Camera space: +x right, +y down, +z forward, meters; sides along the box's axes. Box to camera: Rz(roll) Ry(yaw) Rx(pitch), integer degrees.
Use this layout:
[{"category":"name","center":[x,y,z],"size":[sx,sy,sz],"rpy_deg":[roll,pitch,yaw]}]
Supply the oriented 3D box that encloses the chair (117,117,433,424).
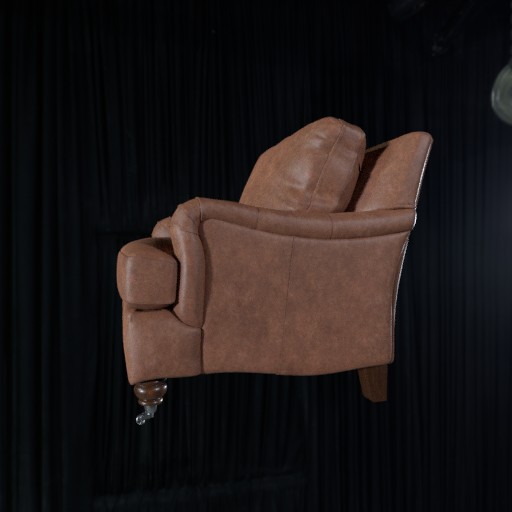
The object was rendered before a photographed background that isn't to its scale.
[{"category":"chair","center":[0.000,0.000,1.933],"size":[1.158,1.055,0.986],"rpy_deg":[0,1,-17]}]
